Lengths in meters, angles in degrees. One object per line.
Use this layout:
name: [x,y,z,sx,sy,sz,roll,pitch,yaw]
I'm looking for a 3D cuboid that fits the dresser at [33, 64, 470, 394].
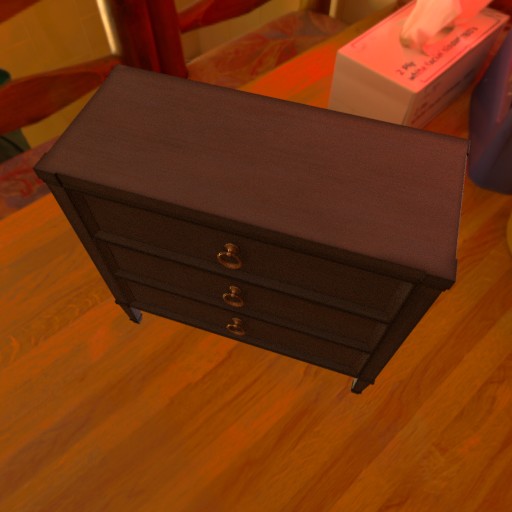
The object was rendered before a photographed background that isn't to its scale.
dresser: [0.000,0.000,1.566,1.049,0.986,0.463,16,59,10]
